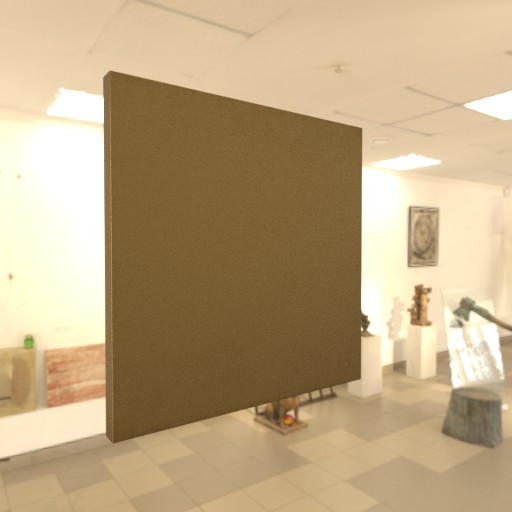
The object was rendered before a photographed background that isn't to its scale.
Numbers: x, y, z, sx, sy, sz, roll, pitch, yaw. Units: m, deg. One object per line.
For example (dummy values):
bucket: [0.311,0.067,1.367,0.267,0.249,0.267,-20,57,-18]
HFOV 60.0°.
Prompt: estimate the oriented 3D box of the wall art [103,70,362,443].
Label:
wall art: [0.000,0.000,0.758,0.503,0.506,0.030,-1,2,-36]
